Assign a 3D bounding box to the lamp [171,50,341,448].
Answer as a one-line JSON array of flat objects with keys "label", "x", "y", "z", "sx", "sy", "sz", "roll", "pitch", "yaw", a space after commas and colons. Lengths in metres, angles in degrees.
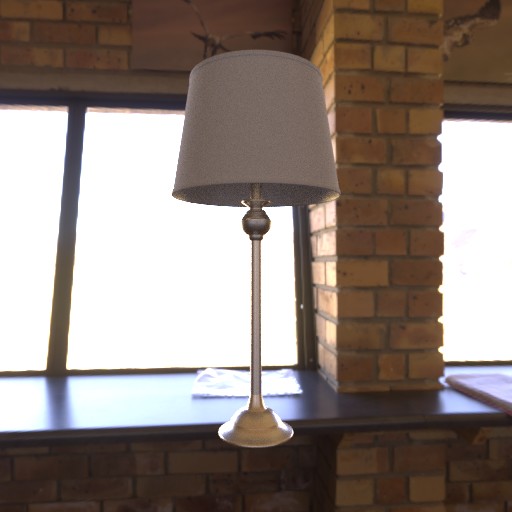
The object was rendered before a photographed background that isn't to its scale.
[{"label": "lamp", "x": 0.000, "y": 0.000, "z": 0.879, "sx": 0.331, "sy": 0.698, "sz": 0.331, "roll": 0, "pitch": -1, "yaw": 0}]
